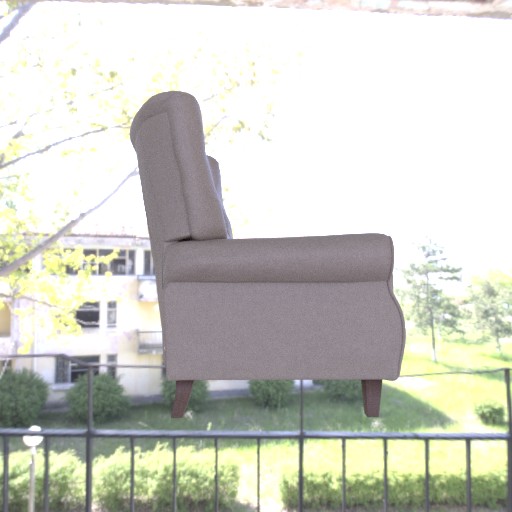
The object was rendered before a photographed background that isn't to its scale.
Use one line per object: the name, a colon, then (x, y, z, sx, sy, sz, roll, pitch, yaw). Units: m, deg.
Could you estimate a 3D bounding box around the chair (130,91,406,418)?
chair: (0.000, 0.000, 1.912, 1.041, 1.138, 0.999, 0, -1, 0)
